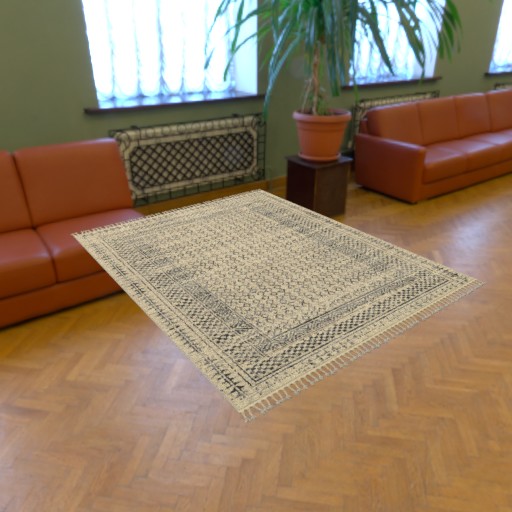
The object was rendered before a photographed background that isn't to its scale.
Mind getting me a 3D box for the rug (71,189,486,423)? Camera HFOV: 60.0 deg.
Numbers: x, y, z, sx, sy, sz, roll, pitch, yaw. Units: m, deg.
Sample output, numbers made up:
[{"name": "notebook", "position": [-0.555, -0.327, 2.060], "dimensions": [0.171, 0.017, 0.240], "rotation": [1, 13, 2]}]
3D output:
[{"name": "rug", "position": [0.000, 0.000, 3.870], "dimensions": [2.312, 0.013, 2.940], "rotation": [-19, 32, -32]}]
